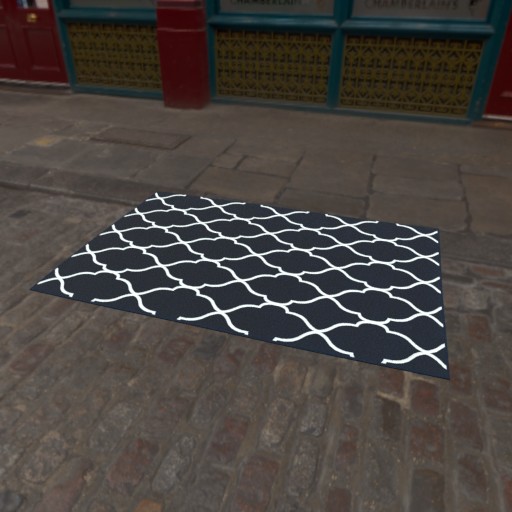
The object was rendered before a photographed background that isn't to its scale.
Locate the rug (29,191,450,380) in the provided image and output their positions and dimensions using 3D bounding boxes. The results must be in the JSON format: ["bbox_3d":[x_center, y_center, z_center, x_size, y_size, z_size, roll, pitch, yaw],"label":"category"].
[{"bbox_3d":[0.000,0.000,2.884,2.294,0.014,1.528,9,32,15],"label":"rug"}]
